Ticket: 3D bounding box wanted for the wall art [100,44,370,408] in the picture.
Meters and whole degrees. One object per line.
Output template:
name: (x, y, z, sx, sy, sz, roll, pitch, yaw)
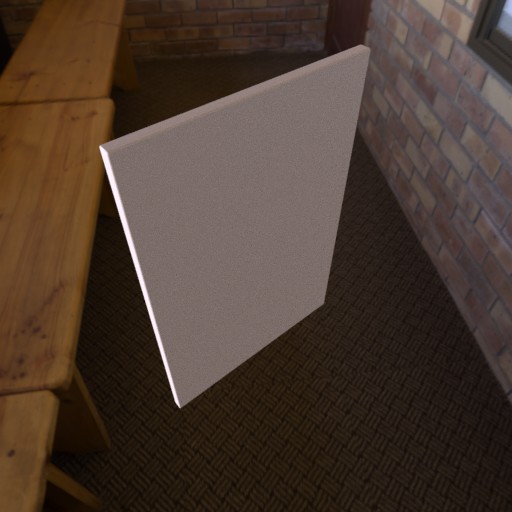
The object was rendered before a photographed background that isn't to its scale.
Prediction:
wall art: (0.000, 0.000, 1.505, 0.808, 1.183, 0.038, -31, 54, -26)
